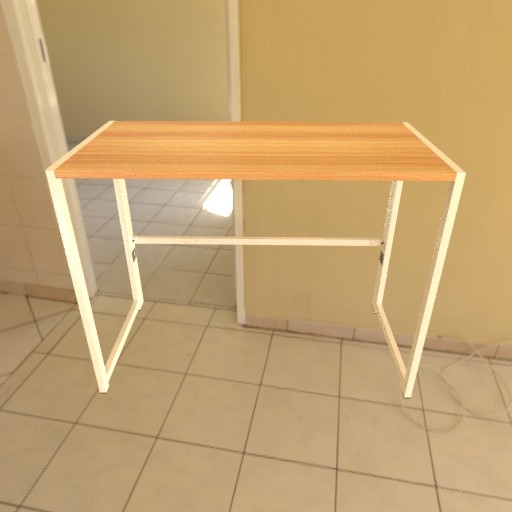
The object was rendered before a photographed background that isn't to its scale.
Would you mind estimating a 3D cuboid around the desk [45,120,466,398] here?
[{"bbox_3d":[0.000,0.000,1.474,1.016,0.762,0.508,1,30,1],"label":"desk"}]
